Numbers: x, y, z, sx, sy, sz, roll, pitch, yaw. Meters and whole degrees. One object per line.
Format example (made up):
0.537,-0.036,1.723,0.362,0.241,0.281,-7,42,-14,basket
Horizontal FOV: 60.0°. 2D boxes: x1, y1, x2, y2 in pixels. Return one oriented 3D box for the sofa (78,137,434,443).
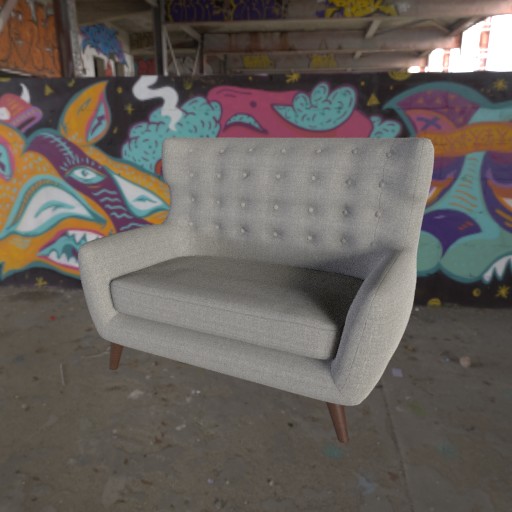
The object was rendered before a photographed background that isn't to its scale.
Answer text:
0.000,0.000,1.990,1.386,1.028,0.884,8,17,26,sofa
